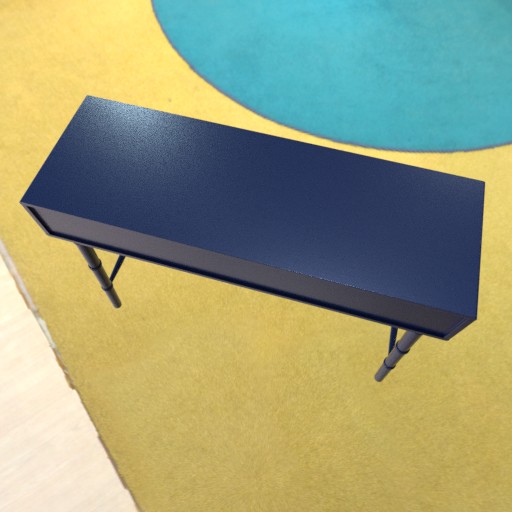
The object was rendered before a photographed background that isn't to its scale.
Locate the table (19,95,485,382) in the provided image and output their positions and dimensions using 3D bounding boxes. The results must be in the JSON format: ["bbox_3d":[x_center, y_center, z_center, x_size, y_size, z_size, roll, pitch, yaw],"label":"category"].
[{"bbox_3d":[0.000,0.000,1.452,1.118,0.749,0.399,14,64,7],"label":"table"}]
